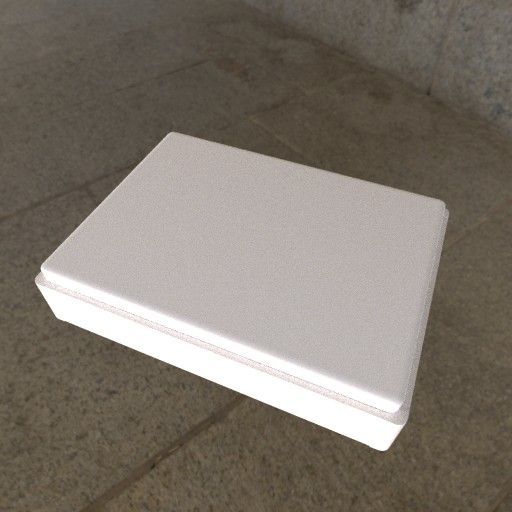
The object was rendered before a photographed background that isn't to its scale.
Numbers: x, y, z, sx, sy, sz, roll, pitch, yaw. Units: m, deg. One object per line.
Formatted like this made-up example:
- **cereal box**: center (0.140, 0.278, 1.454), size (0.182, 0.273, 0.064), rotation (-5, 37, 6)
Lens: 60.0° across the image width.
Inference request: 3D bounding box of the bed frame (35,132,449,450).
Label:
- **bed frame**: center (0.000, 0.000, 2.526), size (1.900, 0.406, 1.400), rotation (18, 51, 15)
